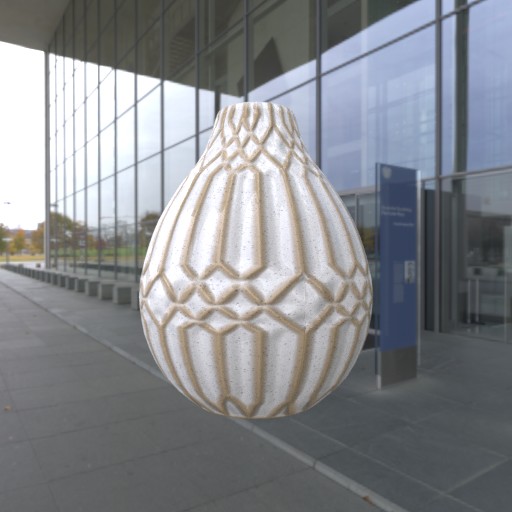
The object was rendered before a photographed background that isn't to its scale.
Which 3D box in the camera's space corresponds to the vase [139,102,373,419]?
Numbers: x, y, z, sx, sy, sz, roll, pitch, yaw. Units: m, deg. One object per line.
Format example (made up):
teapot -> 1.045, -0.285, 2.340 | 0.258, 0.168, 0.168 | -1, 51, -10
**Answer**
vase -> 0.000, 0.000, 0.312 | 0.159, 0.200, 0.159 | 0, 0, 0
